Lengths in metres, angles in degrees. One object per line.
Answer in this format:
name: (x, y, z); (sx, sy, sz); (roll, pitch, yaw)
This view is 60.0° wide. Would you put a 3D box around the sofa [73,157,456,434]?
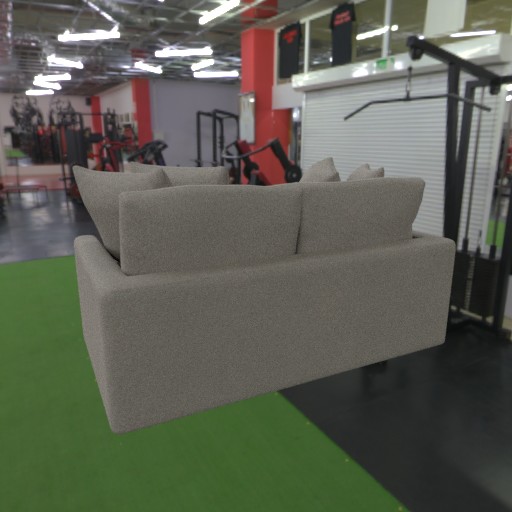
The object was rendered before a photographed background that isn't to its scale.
sofa: (0.000, 0.000, 2.551); (1.869, 1.080, 1.228); (-7, 16, -26)
